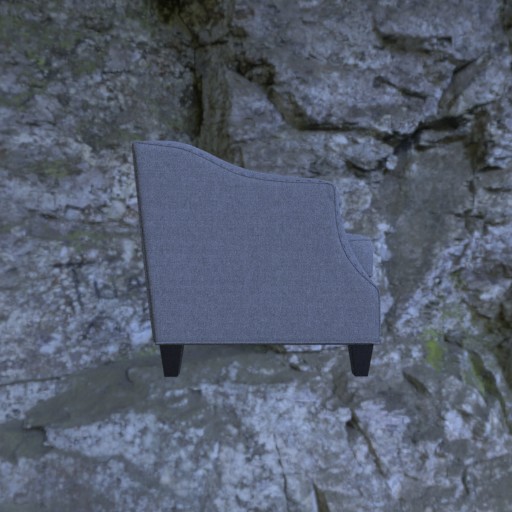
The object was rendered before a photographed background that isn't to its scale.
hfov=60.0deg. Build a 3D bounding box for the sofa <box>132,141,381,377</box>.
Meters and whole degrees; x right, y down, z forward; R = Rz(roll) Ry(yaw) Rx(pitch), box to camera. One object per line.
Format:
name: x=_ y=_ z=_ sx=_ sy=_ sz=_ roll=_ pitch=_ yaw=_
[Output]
sofa: x=0.000 y=0.000 z=2.694 sx=0.914 sy=0.901 sz=2.235 roll=0 pitch=-1 yaw=0
